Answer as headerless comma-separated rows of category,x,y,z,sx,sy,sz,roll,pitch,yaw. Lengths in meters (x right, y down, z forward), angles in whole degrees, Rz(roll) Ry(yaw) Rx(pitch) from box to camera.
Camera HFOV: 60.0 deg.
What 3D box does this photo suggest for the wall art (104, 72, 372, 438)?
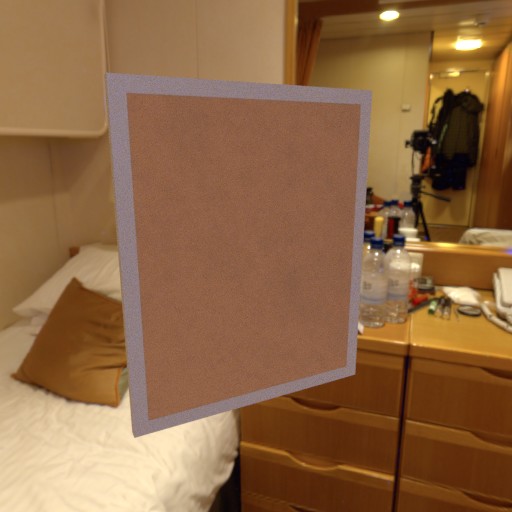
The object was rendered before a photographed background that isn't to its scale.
wall art,0.000,0.000,1.111,0.661,0.811,0.026,-7,16,-26
